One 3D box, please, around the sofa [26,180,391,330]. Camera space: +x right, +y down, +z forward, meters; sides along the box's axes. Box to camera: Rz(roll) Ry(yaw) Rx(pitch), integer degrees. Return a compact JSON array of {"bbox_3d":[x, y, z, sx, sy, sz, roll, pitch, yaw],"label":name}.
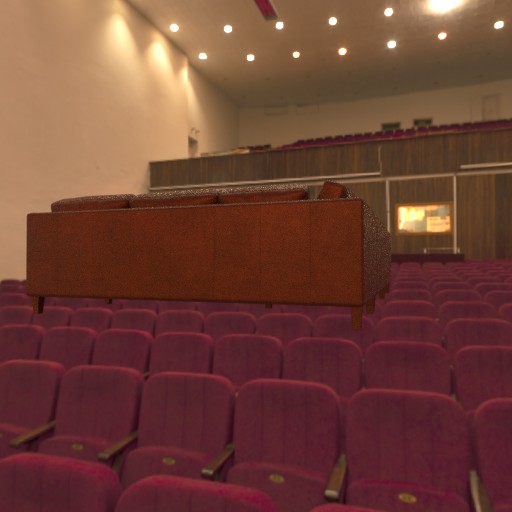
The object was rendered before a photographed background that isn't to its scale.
[{"bbox_3d":[0.000,0.000,4.433,2.452,0.891,3.324,0,-1,19],"label":"sofa"}]
